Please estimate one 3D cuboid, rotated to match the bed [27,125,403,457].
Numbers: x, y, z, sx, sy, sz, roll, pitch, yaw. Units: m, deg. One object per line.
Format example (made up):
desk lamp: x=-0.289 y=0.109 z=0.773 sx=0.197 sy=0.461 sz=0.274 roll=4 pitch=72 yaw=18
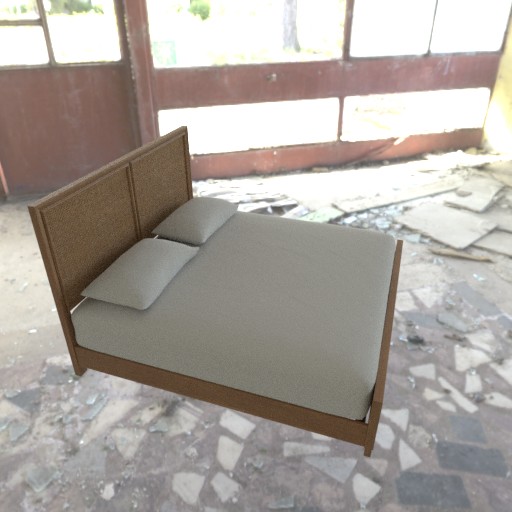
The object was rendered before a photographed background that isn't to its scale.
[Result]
bed: x=0.000 y=0.000 z=3.493 sx=2.184 sy=1.387 sz=2.003 roll=10 pitch=32 yaw=16
